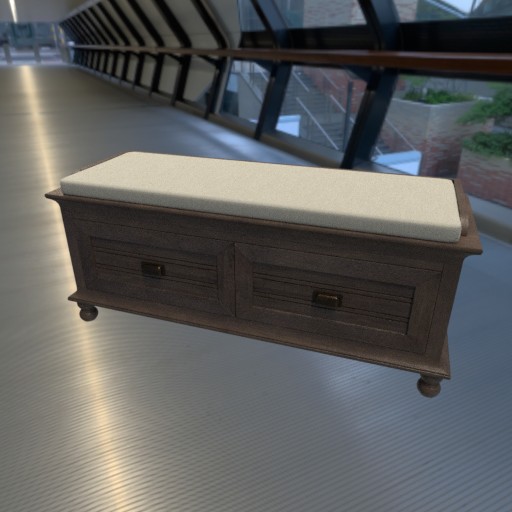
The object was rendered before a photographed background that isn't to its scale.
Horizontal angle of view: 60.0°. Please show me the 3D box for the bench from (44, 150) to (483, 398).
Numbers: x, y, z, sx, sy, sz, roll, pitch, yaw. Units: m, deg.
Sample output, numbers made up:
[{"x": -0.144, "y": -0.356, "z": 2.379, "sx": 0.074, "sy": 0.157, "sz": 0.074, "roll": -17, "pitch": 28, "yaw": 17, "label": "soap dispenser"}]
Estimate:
[{"x": 0.000, "y": 0.000, "z": 1.398, "sx": 1.185, "sy": 0.501, "sz": 0.402, "roll": 9, "pitch": 28, "yaw": 17, "label": "bench"}]
